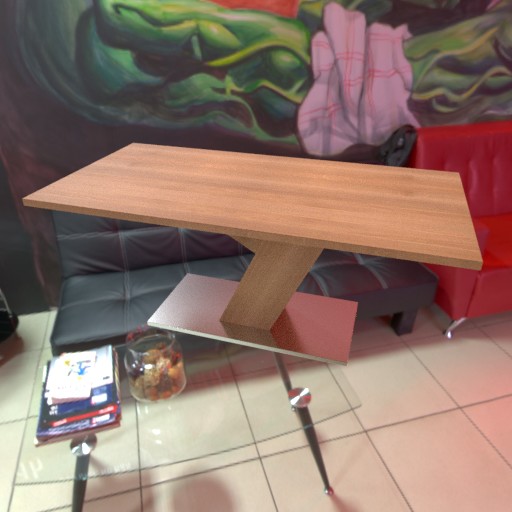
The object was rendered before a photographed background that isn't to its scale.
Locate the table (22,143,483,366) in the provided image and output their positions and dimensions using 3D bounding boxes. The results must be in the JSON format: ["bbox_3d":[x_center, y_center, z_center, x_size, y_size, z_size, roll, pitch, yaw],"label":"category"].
[{"bbox_3d":[0.000,0.000,2.209,1.800,0.750,0.900,9,31,15],"label":"table"}]
